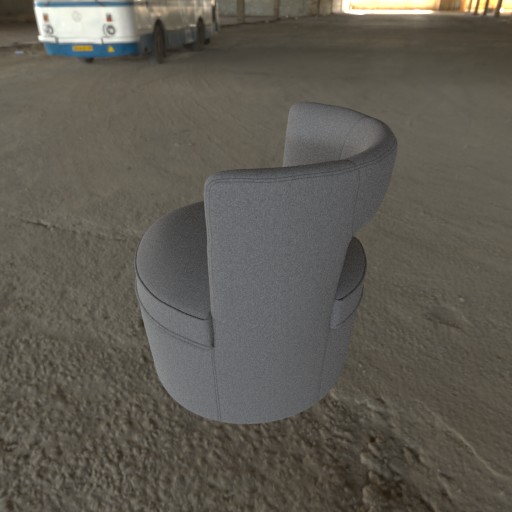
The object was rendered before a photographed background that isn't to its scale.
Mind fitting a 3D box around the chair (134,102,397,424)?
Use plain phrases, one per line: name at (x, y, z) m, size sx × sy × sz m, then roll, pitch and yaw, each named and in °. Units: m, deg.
chair at (0.000, 0.000, 1.238) m, size 0.660 × 0.719 × 0.689 m, roll 9°, pitch 31°, yaw 15°
